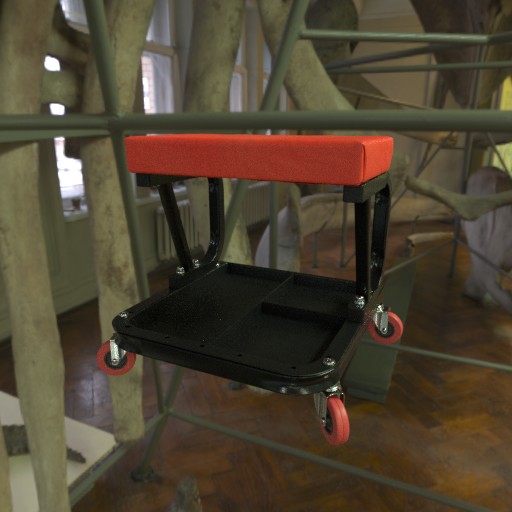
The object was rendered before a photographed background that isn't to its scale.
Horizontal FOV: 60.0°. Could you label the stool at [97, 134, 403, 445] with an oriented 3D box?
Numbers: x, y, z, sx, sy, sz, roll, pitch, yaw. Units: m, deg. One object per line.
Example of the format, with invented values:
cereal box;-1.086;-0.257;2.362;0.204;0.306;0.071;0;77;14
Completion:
stool;0.000;0.000;0.728;0.446;0.380;0.371;8;19;24
